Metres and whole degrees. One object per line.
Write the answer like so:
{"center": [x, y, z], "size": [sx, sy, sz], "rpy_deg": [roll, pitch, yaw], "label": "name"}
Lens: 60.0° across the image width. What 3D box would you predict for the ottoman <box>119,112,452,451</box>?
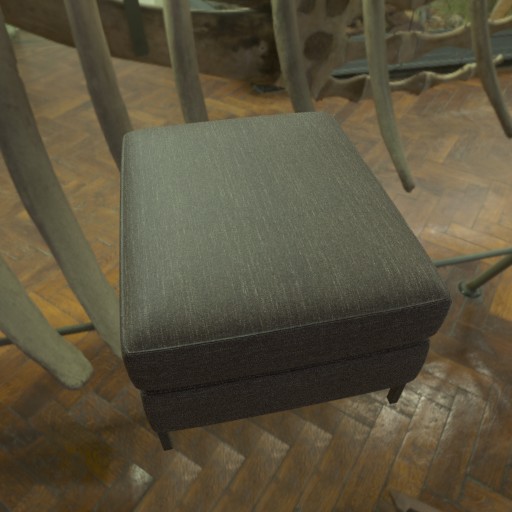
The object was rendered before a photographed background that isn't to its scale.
{"center": [0.000, 0.000, 1.231], "size": [0.671, 0.490, 0.820], "rpy_deg": [-8, 46, -8], "label": "ottoman"}
